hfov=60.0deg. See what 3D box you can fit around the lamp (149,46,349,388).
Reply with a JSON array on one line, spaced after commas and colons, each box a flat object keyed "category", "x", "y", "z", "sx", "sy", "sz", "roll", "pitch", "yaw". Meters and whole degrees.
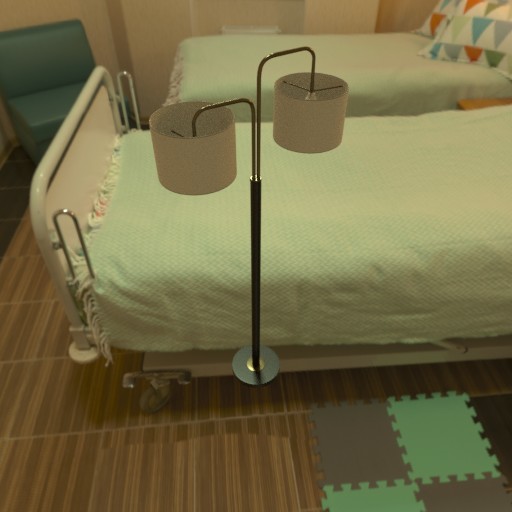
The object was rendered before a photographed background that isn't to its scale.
[{"category": "lamp", "x": 0.000, "y": 0.000, "z": 1.848, "sx": 0.711, "sy": 1.587, "sz": 0.254, "roll": -24, "pitch": 47, "yaw": -25}]
